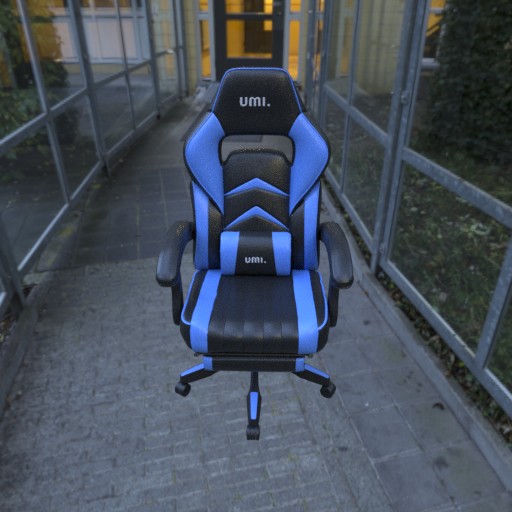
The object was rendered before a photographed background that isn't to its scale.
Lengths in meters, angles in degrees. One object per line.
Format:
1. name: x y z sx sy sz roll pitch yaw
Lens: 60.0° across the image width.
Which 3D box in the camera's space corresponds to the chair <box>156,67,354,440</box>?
1. chair: 0.000 0.000 1.706 0.700 1.280 0.700 1 30 1
